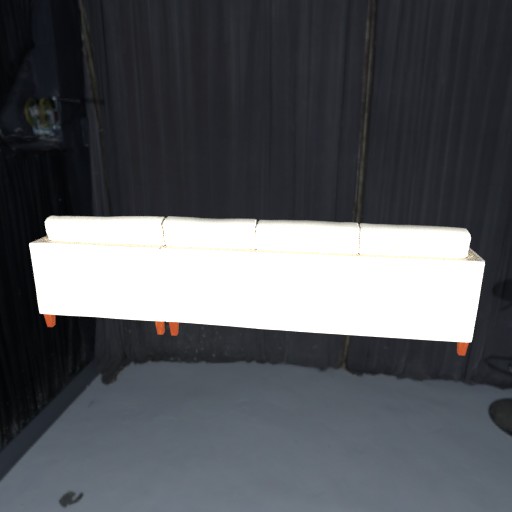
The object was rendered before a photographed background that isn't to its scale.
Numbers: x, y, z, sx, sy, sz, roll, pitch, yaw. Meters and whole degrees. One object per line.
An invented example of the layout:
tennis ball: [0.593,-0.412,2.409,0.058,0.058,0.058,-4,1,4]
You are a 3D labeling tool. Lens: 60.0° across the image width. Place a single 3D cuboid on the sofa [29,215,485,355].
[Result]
sofa: [0.000,0.000,4.118,3.471,0.954,1.603,2,17,8]
